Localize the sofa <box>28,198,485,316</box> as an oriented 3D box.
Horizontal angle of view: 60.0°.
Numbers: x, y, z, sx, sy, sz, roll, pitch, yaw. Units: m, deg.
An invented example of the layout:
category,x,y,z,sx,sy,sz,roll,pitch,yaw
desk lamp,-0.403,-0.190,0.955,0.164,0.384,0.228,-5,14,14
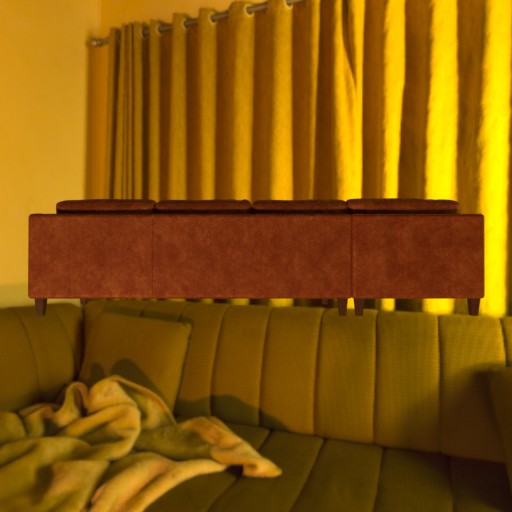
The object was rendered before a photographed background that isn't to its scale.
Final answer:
category,x,y,z,sx,sy,sz,roll,pitch,yaw
sofa,0.000,0.000,4.256,3.150,0.838,2.438,0,0,0
